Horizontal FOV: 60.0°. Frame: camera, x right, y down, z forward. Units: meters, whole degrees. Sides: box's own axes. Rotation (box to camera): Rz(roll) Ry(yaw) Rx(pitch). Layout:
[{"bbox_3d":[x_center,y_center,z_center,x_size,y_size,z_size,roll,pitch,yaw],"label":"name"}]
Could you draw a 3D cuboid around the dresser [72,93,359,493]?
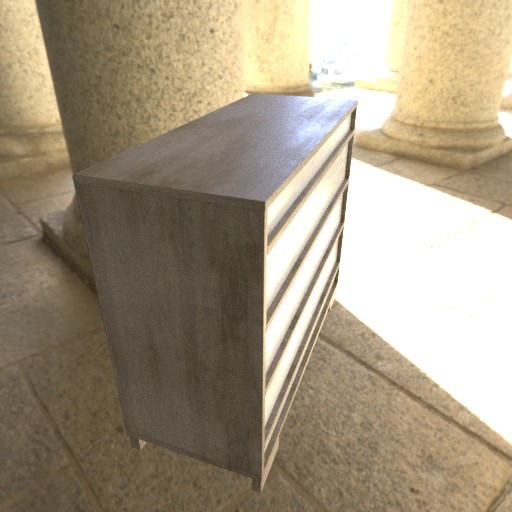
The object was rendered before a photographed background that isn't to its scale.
[{"bbox_3d":[0.000,0.000,1.417,0.404,0.816,0.994,10,31,18],"label":"dresser"}]
